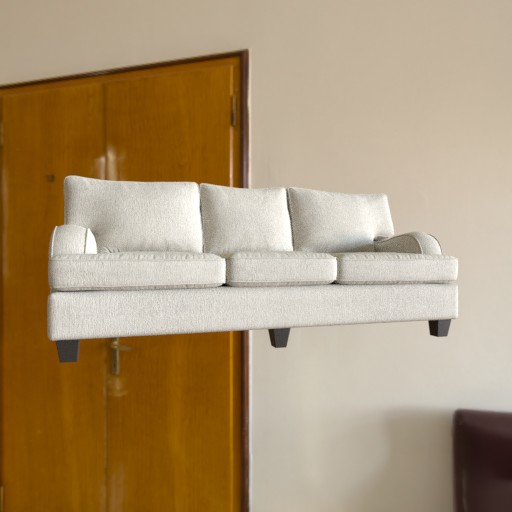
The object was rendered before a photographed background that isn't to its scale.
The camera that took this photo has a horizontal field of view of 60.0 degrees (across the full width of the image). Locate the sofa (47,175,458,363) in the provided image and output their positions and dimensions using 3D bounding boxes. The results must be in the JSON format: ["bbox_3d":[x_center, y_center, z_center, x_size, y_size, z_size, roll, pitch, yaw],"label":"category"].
[{"bbox_3d":[0.000,0.000,2.807,2.323,0.991,1.016,0,0,-18],"label":"sofa"}]
